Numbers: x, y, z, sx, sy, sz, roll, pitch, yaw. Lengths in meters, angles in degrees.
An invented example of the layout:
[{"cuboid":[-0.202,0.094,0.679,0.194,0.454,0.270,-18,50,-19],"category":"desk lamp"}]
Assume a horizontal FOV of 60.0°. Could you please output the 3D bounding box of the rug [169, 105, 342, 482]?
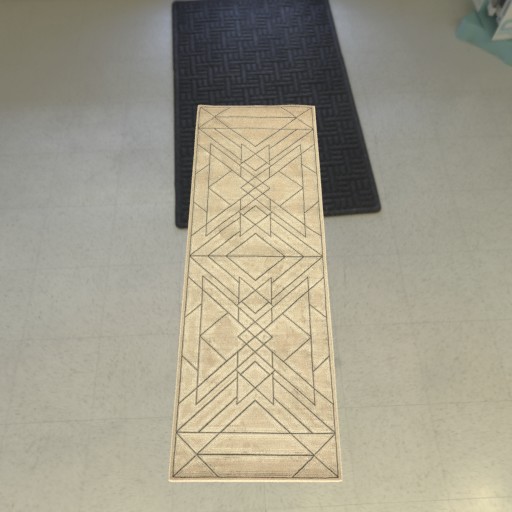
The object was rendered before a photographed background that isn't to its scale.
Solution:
[{"cuboid":[0.000,0.000,2.619,0.831,0.036,2.381,0,64,0],"category":"rug"}]
